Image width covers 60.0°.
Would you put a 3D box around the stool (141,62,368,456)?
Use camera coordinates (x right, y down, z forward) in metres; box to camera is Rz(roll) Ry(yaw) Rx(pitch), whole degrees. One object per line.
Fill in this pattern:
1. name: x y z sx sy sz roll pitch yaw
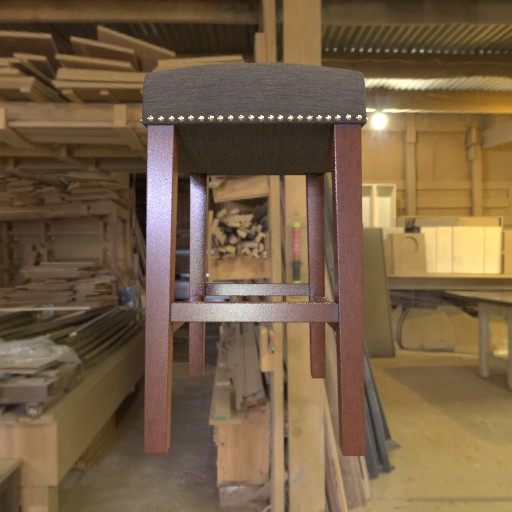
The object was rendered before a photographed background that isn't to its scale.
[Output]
1. stool: 0.000 0.000 0.964 0.372 0.654 0.504 0 1 1
